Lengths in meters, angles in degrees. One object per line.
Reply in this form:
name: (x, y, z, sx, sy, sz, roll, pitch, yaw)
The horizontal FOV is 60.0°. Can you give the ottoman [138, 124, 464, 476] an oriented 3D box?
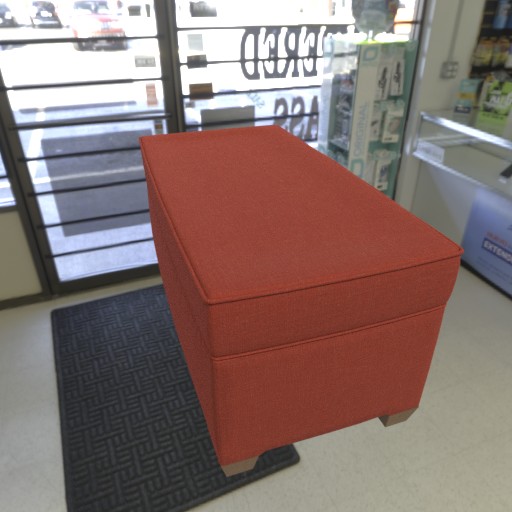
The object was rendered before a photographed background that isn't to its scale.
ottoman: (0.000, 0.000, 1.196, 0.497, 0.454, 0.948, -10, 32, -16)
